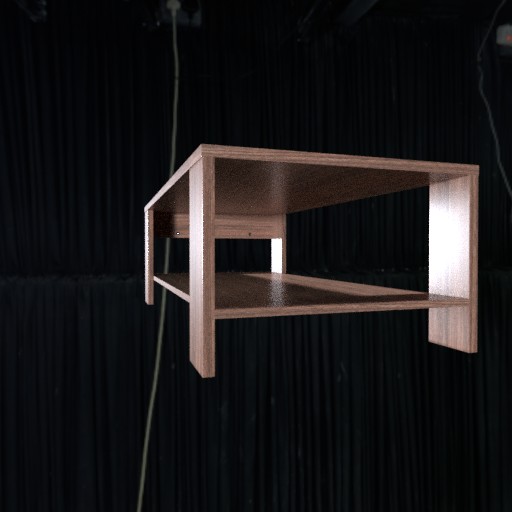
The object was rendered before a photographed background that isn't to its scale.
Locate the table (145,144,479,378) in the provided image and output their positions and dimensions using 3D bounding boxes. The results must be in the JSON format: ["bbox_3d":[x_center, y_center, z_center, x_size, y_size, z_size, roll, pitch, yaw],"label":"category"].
[{"bbox_3d":[0.000,0.000,1.421,0.600,0.400,1.200,0,1,-19],"label":"table"}]
